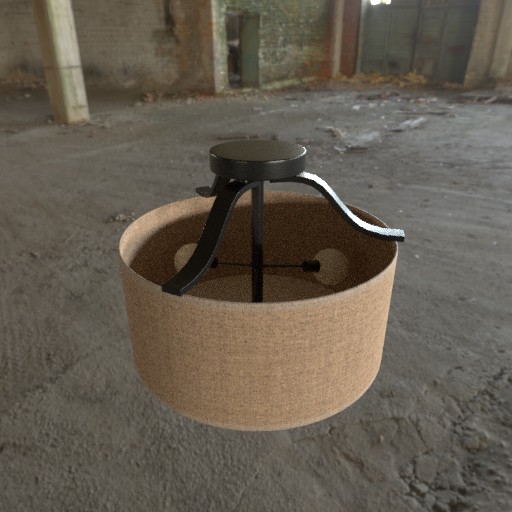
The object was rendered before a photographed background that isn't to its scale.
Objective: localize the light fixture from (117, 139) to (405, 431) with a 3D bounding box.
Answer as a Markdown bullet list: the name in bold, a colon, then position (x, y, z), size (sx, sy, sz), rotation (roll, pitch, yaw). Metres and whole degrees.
- **light fixture**: position (0.000, 0.000, 0.640), size (0.390, 0.306, 0.390), rotation (0, 26, 0)
